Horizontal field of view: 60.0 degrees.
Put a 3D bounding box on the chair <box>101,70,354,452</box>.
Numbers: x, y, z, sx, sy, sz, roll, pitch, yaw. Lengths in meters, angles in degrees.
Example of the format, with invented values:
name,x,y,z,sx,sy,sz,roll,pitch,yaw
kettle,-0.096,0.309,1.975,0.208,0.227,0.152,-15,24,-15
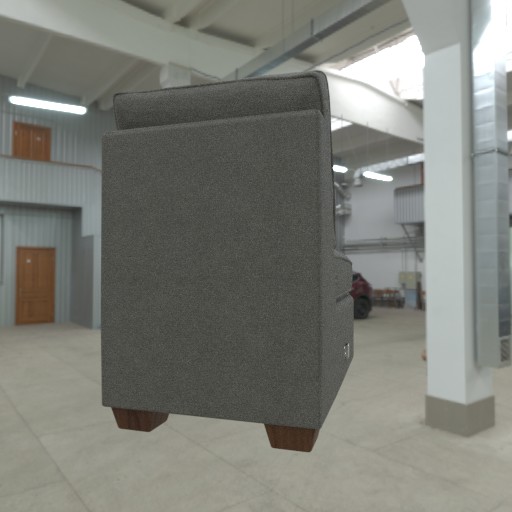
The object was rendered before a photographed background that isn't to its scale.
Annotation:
name,x,y,z,sx,sy,sz,roll,pitch,yaw
chair,0.000,0.000,1.556,0.621,0.970,0.938,-1,-2,17
